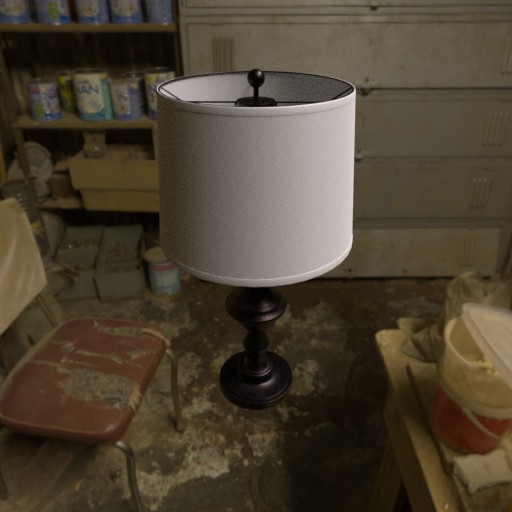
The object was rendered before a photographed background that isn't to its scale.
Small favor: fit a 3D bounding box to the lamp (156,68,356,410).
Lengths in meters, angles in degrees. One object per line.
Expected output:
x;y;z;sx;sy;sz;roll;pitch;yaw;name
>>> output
0.000;0.000;0.924;0.383;0.726;0.383;0;31;0;lamp
